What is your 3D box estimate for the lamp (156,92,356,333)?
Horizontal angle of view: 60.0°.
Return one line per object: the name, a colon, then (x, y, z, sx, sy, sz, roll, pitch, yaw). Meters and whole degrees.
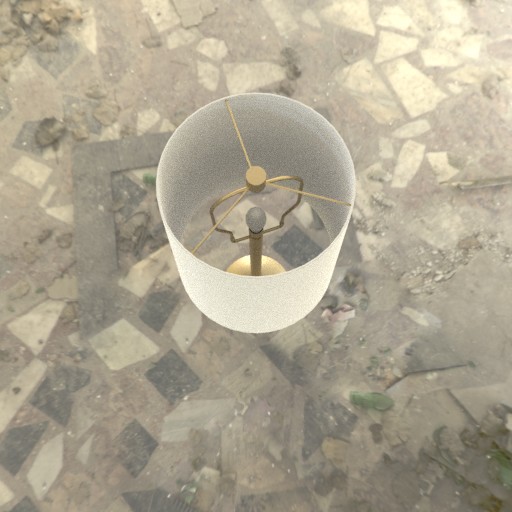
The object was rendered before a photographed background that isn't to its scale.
lamp: (0.000, 0.000, 0.665, 0.231, 0.569, 0.231, 0, 76, 0)
